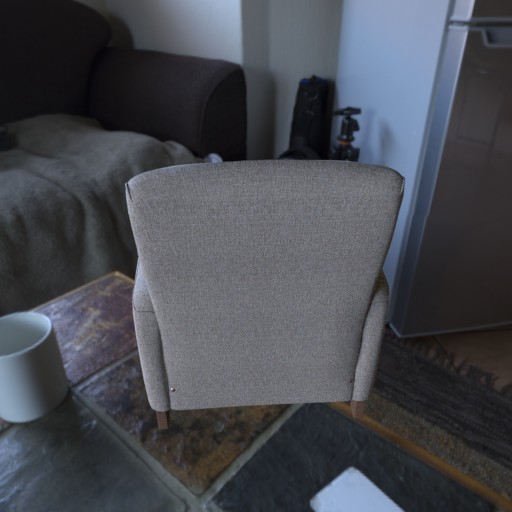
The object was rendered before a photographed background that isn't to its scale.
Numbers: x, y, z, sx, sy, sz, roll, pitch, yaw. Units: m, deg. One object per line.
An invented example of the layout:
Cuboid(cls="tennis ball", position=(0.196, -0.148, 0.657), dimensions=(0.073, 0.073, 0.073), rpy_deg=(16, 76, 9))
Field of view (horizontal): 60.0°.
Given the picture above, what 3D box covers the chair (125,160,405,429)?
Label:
Cuboid(cls="chair", position=(0.000, 0.000, 1.650), dimensions=(0.848, 1.014, 0.864), rpy_deg=(-2, 31, -3))
